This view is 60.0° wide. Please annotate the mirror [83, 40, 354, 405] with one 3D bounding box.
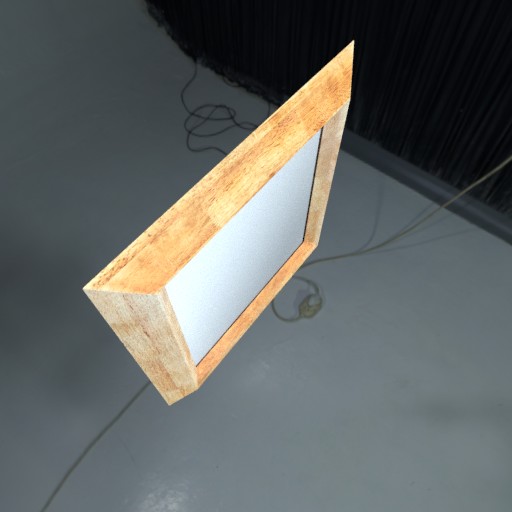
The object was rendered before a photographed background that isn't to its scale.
[{"bbox_3d":[0.000,0.000,0.960,0.047,0.651,0.651,34,65,18],"label":"mirror"}]
